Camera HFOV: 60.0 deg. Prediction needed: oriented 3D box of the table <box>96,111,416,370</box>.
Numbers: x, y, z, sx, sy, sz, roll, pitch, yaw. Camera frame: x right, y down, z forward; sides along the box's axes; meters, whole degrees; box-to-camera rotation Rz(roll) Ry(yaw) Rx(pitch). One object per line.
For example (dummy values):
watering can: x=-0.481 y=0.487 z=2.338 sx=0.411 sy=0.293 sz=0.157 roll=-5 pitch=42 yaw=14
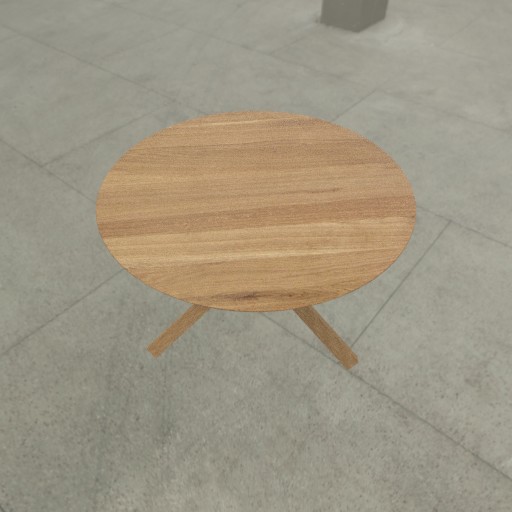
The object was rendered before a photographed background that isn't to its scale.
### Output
table: x=0.000 y=0.000 z=1.718 sx=1.038 sy=0.666 sz=1.038 roll=0 pitch=46 yaw=0
